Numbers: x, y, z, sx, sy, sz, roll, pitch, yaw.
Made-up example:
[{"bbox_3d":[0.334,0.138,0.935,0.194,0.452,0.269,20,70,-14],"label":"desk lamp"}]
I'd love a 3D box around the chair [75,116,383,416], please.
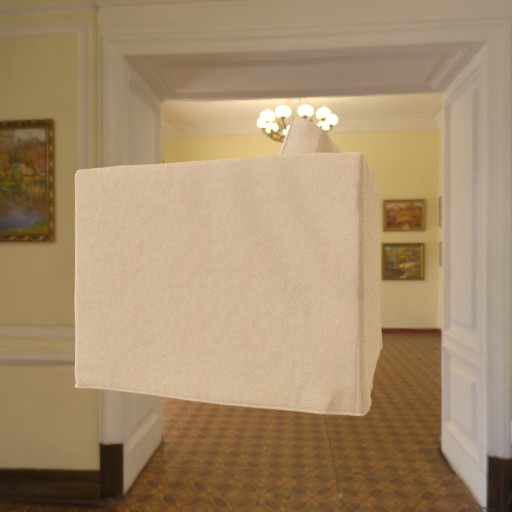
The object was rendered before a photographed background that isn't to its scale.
[{"bbox_3d":[0.000,0.000,1.780,0.947,0.851,1.057,0,0,18],"label":"chair"}]
